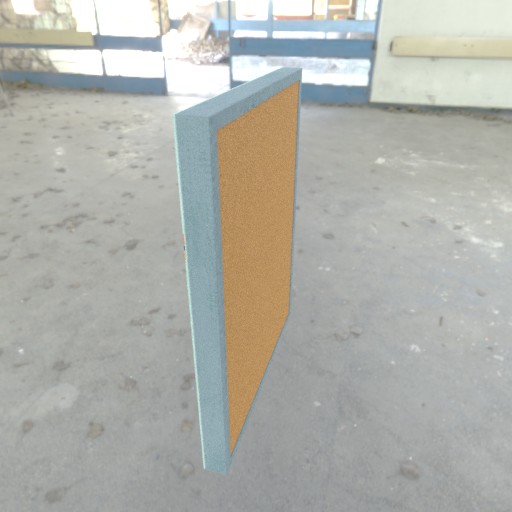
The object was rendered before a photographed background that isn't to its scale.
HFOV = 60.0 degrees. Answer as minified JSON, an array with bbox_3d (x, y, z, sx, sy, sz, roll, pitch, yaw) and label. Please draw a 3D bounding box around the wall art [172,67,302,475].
[{"bbox_3d":[0.000,0.000,0.699,0.037,0.509,0.409,8,30,15],"label":"wall art"}]
